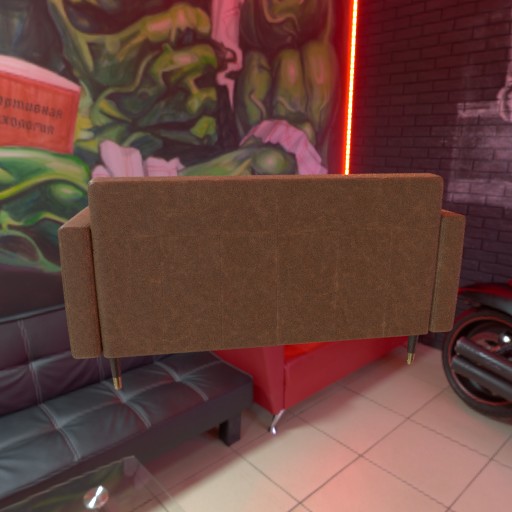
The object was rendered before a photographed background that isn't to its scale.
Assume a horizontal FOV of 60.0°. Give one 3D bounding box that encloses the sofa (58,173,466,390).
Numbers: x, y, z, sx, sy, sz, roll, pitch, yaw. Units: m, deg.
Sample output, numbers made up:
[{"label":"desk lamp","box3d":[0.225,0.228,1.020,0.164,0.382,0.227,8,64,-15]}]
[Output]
[{"label":"sofa","box3d":[0.000,0.000,2.121,1.549,0.820,0.960,-2,15,-9]}]
